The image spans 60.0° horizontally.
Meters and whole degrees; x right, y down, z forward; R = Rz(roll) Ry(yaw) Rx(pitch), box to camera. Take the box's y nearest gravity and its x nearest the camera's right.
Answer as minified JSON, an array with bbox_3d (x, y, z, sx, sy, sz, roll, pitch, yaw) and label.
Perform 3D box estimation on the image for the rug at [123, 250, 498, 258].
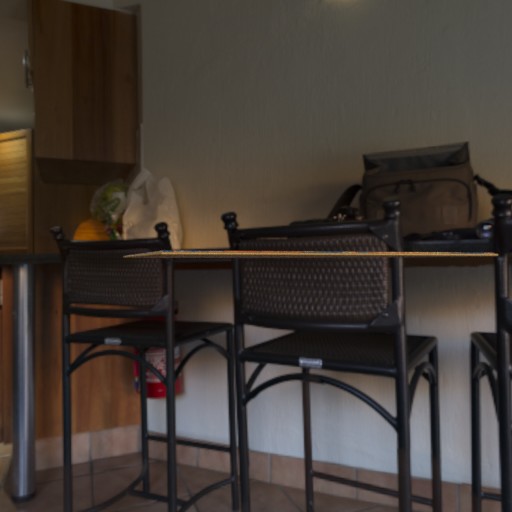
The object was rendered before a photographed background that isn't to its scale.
[{"bbox_3d":[0.000,0.000,2.159,1.148,0.013,1.758,0,0,-20],"label":"rug"}]
